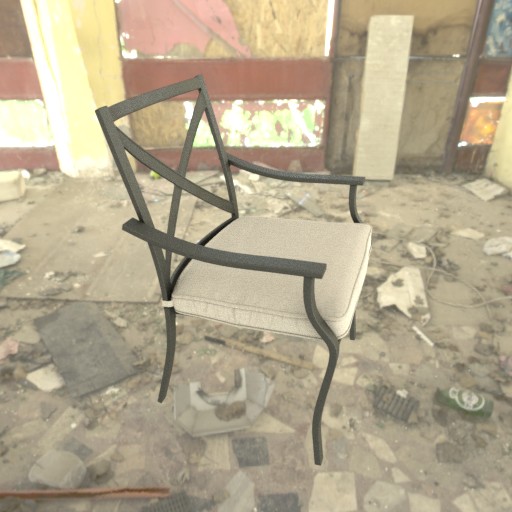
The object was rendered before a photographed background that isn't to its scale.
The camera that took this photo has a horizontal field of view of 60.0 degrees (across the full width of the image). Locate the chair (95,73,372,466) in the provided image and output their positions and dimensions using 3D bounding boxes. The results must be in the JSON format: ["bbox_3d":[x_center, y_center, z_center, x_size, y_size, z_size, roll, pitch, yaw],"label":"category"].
[{"bbox_3d":[0.000,0.000,1.279,0.620,0.889,0.575,11,33,17],"label":"chair"}]
